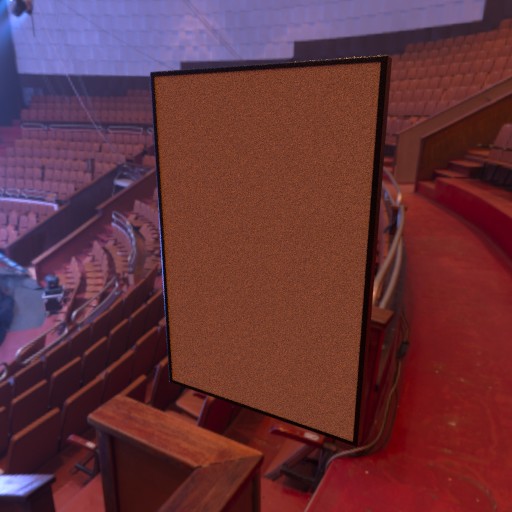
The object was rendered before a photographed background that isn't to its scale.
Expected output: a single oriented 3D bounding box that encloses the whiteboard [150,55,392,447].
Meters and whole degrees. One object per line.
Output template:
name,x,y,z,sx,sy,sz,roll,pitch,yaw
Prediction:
whiteboard,0.000,0.000,0.767,0.406,0.611,0.026,9,19,28
